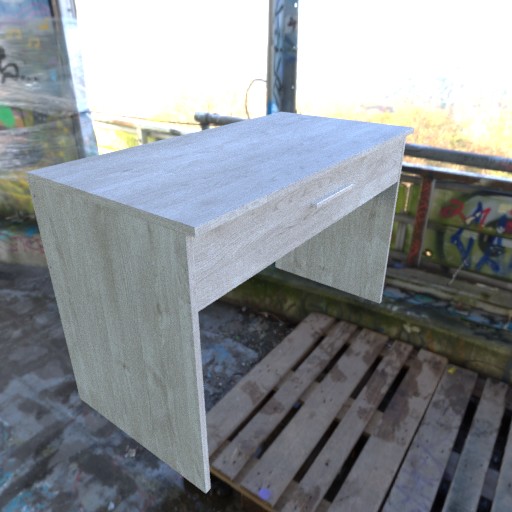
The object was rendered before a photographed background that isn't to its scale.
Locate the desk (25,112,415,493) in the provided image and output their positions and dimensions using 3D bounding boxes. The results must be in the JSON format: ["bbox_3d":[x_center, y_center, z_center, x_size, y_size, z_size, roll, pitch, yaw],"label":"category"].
[{"bbox_3d":[0.000,0.000,1.472,0.560,0.730,1.100,19,33,32],"label":"desk"}]
